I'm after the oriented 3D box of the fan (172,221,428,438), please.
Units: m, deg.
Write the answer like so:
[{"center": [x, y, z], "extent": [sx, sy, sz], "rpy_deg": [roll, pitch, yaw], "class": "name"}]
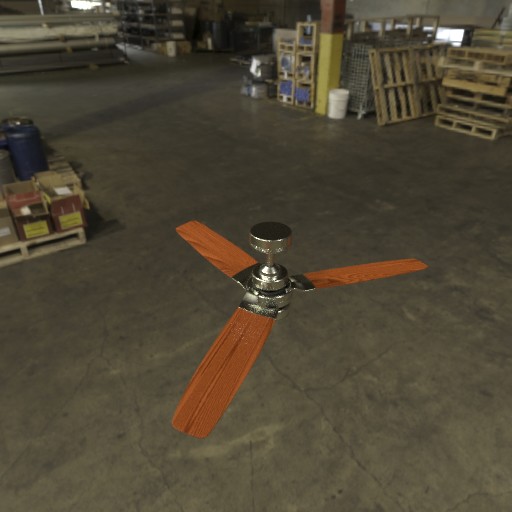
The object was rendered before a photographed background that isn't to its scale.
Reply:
[{"center": [0.000, 0.000, 2.027], "extent": [1.416, 0.410, 1.271], "rpy_deg": [-20, 36, -30], "class": "fan"}]
